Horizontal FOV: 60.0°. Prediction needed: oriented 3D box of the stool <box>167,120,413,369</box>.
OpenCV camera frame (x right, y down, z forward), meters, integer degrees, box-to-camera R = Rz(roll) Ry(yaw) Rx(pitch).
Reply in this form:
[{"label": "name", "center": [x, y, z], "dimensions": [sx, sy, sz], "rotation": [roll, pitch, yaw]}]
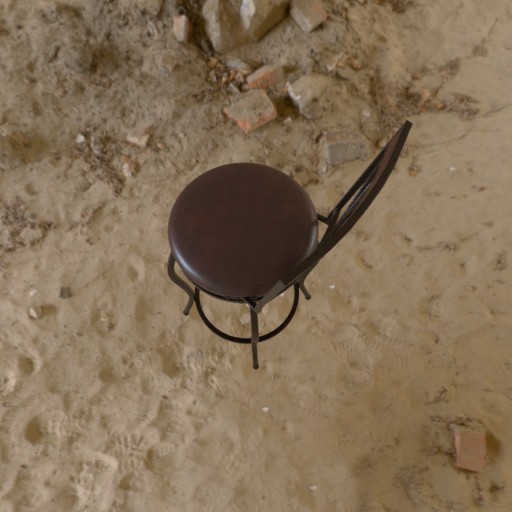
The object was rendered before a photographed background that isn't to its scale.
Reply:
[{"label": "stool", "center": [0.000, 0.000, 1.371], "dimensions": [0.514, 1.117, 0.433], "rotation": [35, 70, 15]}]
